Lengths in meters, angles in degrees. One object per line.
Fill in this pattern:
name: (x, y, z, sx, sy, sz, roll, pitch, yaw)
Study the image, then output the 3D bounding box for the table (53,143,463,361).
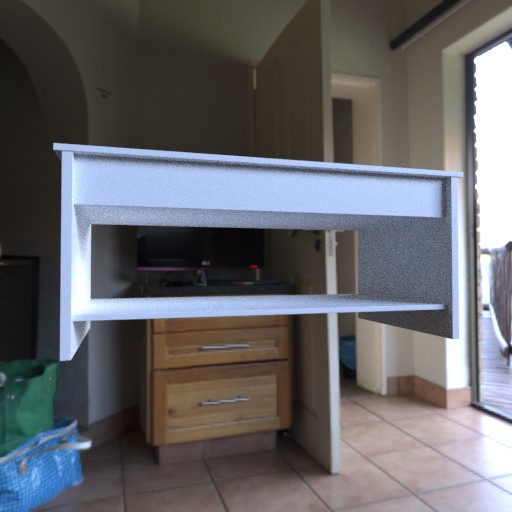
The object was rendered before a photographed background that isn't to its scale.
table: (0.000, 0.000, 1.271, 1.000, 0.441, 0.500, 0, -1, -16)
